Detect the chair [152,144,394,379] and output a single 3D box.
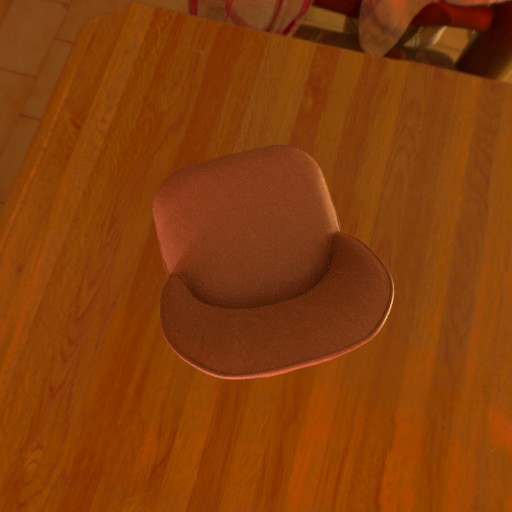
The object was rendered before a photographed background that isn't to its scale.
[{"bbox_3d":[0.000,0.000,1.232,0.521,0.831,0.631,-14,76,-4],"label":"chair"}]
